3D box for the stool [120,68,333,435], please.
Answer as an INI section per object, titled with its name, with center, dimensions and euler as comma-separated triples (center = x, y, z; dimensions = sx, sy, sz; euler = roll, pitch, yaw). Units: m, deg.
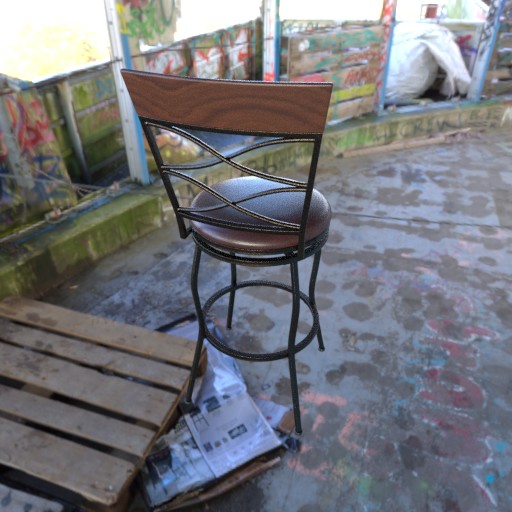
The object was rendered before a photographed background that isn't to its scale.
[stool]
center = 0.000, 0.000, 1.362
dimensions = 0.448, 1.130, 0.513
euler = 10, 34, 15
